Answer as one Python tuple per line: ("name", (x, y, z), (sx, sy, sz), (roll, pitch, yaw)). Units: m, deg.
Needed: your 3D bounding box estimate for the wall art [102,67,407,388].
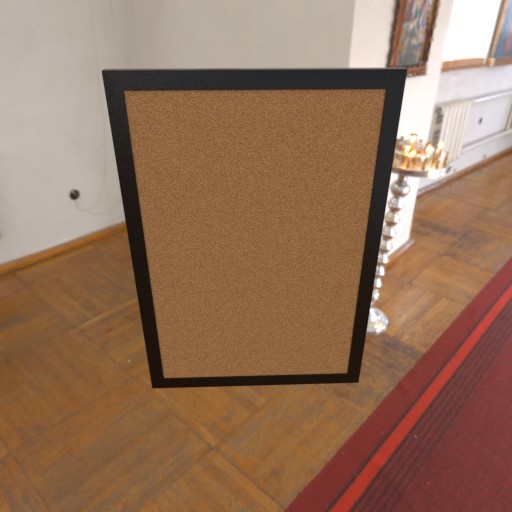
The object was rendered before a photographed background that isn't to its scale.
("wall art", (0.000, 0.000, 0.551), (0.304, 0.432, 0.013), (-1, 30, -2))
